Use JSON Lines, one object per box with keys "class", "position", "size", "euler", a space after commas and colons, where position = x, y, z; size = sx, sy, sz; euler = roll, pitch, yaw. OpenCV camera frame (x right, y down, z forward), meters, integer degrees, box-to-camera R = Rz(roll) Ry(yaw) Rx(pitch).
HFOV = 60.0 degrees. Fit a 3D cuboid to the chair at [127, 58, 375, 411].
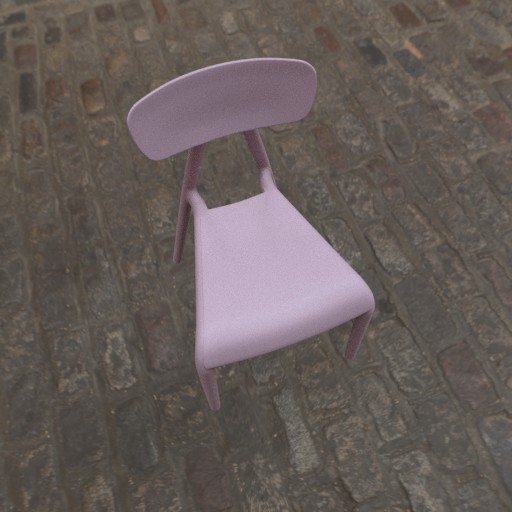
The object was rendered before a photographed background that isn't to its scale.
{"class": "chair", "position": [0.000, 0.000, 0.835], "size": [0.356, 0.580, 0.401], "euler": [-18, 66, -8]}
